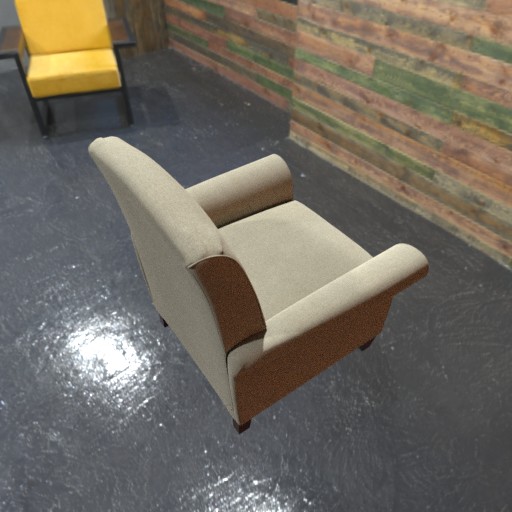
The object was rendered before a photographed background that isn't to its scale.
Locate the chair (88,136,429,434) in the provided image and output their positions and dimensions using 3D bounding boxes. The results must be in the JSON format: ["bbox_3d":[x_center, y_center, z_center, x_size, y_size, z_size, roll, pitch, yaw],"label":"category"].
[{"bbox_3d":[0.000,0.000,1.780,0.905,1.061,0.978,-25,48,-25],"label":"chair"}]
